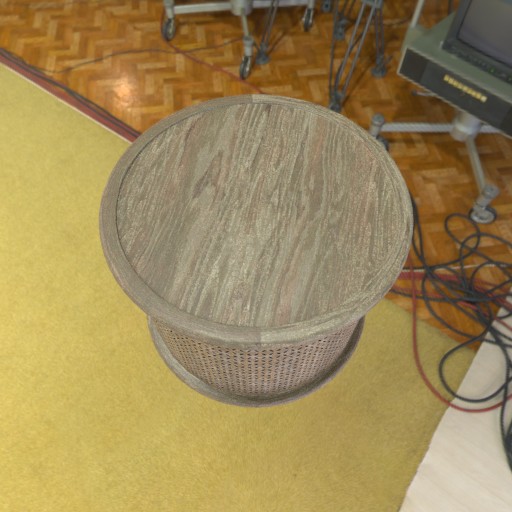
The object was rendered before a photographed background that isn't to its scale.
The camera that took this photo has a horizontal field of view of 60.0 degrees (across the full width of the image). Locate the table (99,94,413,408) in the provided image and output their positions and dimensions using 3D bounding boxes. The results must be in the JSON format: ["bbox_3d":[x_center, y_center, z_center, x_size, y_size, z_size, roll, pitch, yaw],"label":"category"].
[{"bbox_3d":[0.000,0.000,1.053,0.607,0.450,0.607,0,59,0],"label":"table"}]
